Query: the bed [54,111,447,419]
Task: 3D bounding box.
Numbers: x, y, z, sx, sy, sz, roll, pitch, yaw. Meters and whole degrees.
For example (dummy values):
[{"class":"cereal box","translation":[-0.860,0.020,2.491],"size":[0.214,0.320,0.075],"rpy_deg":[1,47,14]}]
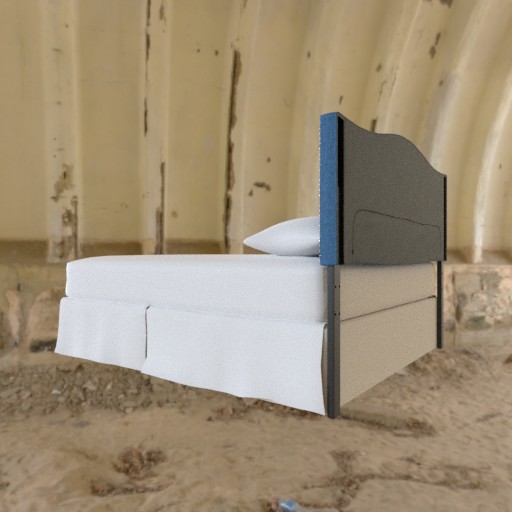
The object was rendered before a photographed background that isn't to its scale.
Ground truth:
[{"class":"bed","translation":[0.000,0.000,2.752],"size":[1.872,1.169,1.610],"rpy_deg":[0,0,37]}]
